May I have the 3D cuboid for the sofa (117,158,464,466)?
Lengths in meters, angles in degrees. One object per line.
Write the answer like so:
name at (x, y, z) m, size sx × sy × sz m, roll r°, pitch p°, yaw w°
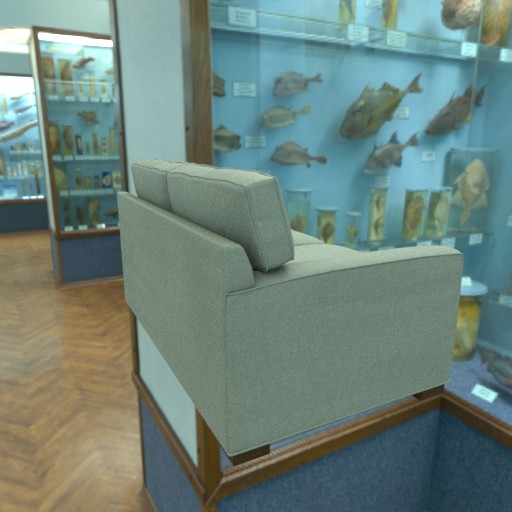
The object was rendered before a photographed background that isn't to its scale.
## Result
sofa at (0.000, 0.000, 2.032) m, size 0.940 × 0.853 × 1.484 m, roll -7°, pitch 16°, yaw -26°
